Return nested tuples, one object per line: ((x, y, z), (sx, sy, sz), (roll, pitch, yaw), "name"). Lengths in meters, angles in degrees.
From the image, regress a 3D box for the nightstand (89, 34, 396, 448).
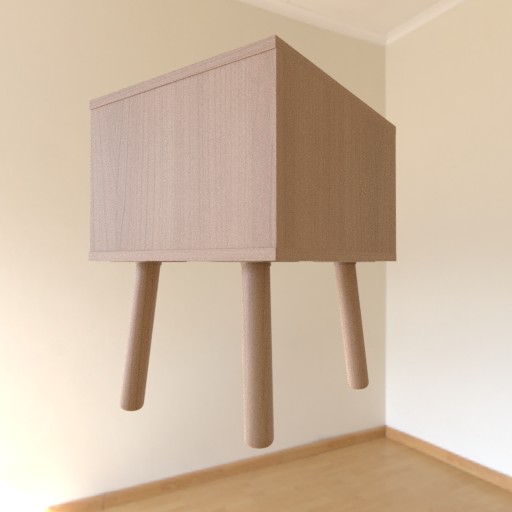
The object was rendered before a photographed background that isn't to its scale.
((0.000, 0.000, 0.828), (0.380, 0.530, 0.450), (-1, -1, 36), "nightstand")
